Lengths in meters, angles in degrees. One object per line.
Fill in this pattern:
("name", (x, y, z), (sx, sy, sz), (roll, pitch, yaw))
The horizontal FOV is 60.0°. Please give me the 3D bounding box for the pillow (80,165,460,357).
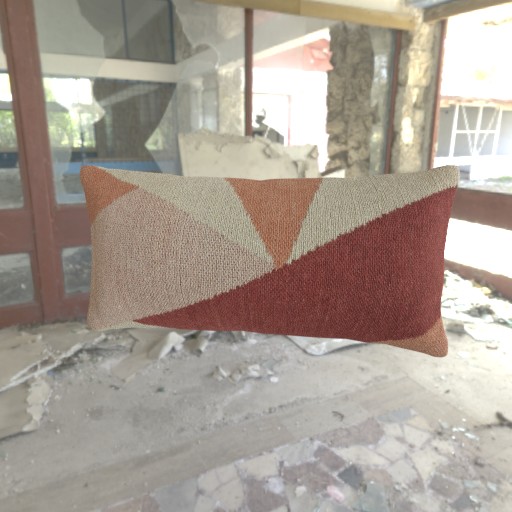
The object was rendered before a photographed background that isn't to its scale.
("pillow", (0.000, 0.000, 0.718), (0.609, 0.292, 0.155), (2, 15, 8))
